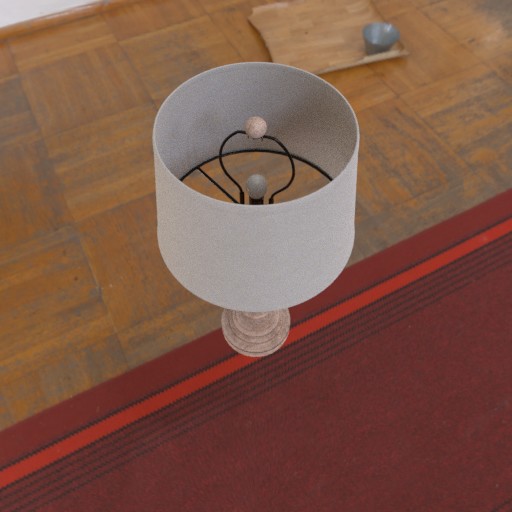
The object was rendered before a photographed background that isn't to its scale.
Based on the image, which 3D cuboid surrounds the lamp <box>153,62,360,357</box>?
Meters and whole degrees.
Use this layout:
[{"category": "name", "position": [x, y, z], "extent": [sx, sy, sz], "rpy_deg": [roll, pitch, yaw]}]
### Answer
[{"category": "lamp", "position": [0.000, 0.000, 0.864], "extent": [0.340, 0.678, 0.340], "rpy_deg": [0, 58, 0]}]
